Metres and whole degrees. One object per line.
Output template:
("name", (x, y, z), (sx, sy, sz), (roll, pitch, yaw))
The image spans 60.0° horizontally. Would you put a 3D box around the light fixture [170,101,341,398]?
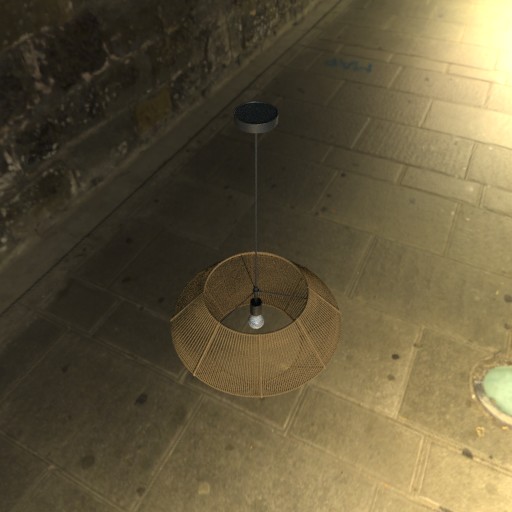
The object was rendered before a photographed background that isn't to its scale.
("light fixture", (0.000, 0.000, 1.426), (0.643, 1.009, 0.643), (0, 47, 0))
